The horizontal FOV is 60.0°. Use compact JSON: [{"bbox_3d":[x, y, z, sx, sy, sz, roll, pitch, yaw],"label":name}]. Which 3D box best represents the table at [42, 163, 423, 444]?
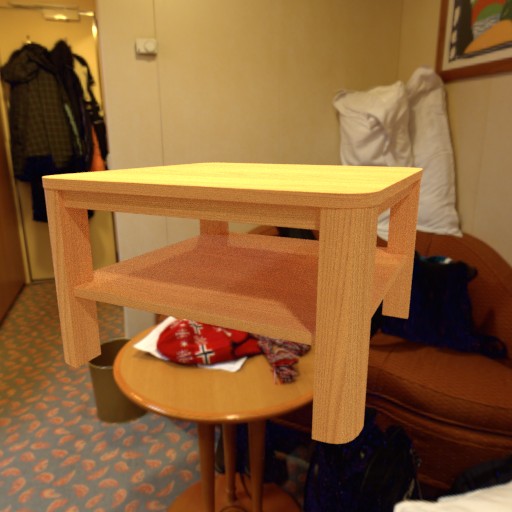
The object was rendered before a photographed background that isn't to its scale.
[{"bbox_3d":[0.000,0.000,1.202,0.750,0.450,0.750,7,16,25],"label":"table"}]
